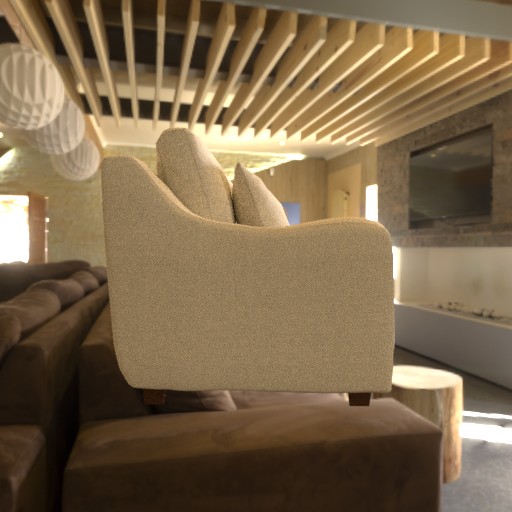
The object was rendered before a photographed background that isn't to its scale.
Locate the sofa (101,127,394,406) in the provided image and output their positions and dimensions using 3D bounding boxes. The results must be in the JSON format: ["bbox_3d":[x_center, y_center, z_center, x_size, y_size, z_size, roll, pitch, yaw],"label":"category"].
[{"bbox_3d":[0.000,0.000,2.358,1.040,1.047,1.744,0,1,2],"label":"sofa"}]
